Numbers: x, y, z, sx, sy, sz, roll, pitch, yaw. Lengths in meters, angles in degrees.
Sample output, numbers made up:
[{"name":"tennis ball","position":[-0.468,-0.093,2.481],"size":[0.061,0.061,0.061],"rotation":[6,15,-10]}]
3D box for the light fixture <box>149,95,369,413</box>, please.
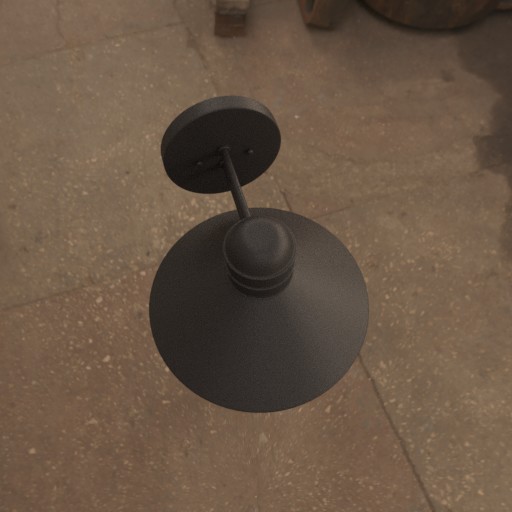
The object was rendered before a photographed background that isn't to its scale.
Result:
[{"name":"light fixture","position":[0.000,0.000,0.701],"size":[0.396,0.265,0.434],"rotation":[-15,63,-8]}]
